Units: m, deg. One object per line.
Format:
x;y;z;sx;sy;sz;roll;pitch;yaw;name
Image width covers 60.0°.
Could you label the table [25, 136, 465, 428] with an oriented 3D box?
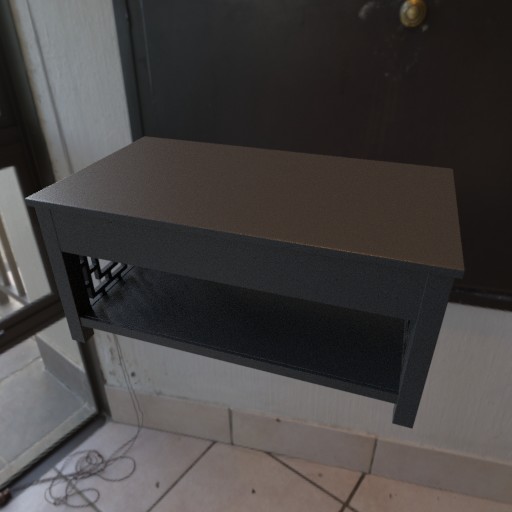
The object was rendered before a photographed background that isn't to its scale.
0.000;0.000;1.386;1.068;0.493;0.612;10;33;16;table
